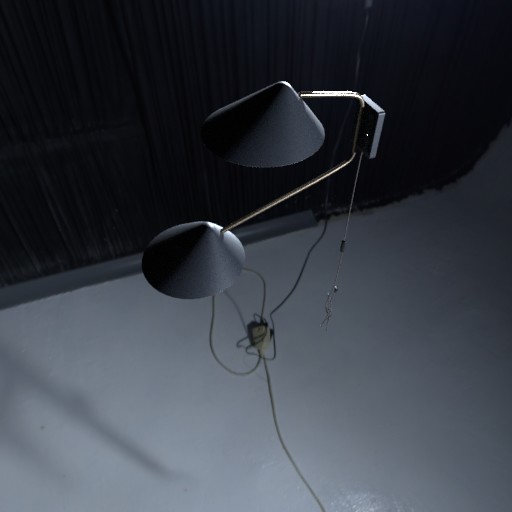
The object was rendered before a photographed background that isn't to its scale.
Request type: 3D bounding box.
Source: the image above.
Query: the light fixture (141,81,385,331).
[{"bbox_3d":[0.000,0.000,0.850,0.422,0.665,0.189,-16,48,-14],"label":"light fixture"}]
